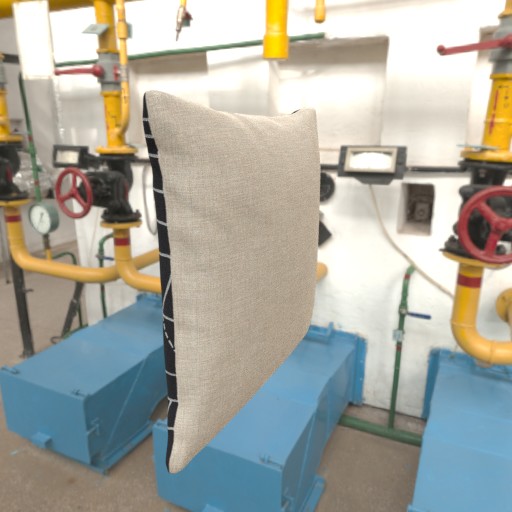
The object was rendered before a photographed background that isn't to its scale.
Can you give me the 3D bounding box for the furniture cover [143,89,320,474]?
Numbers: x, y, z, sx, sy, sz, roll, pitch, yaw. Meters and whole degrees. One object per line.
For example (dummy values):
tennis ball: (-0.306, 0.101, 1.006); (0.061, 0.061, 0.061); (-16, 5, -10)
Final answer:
furniture cover: (0.000, 0.000, 0.765); (0.158, 0.508, 0.517); (8, 18, 26)
